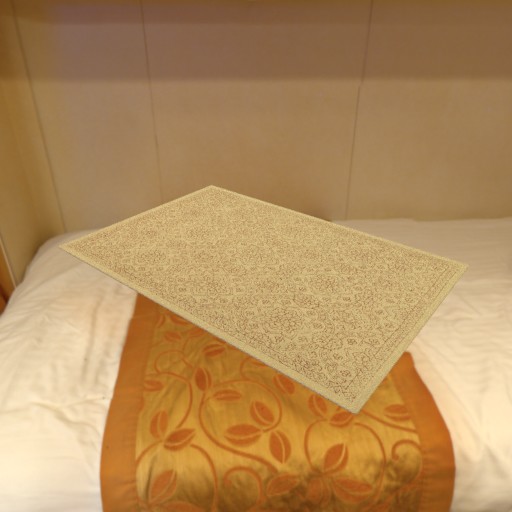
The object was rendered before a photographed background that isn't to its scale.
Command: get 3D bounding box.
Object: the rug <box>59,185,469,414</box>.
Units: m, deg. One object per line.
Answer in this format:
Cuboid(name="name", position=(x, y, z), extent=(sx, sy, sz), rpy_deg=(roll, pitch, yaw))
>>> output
Cuboid(name="rug", position=(0.000, 0.000, 2.360), extent=(1.829, 0.010, 1.219), rpy_deg=(22, 36, 33))
